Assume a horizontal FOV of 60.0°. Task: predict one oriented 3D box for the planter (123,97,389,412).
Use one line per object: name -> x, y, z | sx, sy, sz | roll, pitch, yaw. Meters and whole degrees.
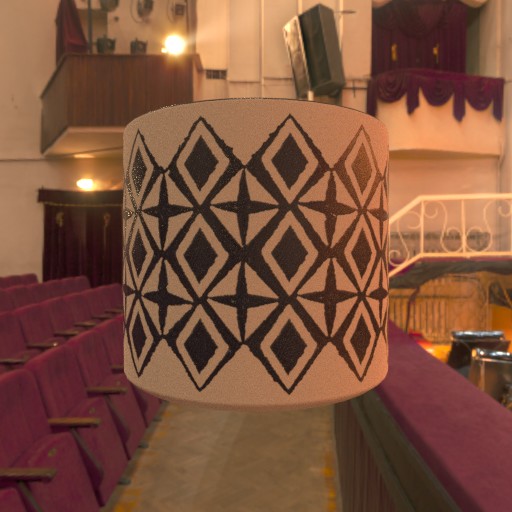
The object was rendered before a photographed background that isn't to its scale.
planter -> 0.000, 0.000, 0.277 | 0.159, 0.144, 0.159 | 0, 1, 0
